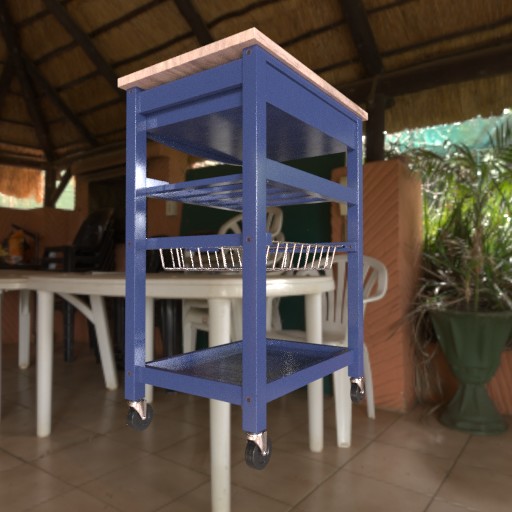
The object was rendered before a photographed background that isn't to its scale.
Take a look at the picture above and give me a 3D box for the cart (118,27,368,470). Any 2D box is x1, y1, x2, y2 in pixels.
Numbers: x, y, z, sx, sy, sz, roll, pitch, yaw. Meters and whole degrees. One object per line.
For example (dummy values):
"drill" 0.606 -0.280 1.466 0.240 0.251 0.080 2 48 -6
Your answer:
"cart" 0.000 0.000 1.172 0.403 0.839 0.584 -1 -1 35
